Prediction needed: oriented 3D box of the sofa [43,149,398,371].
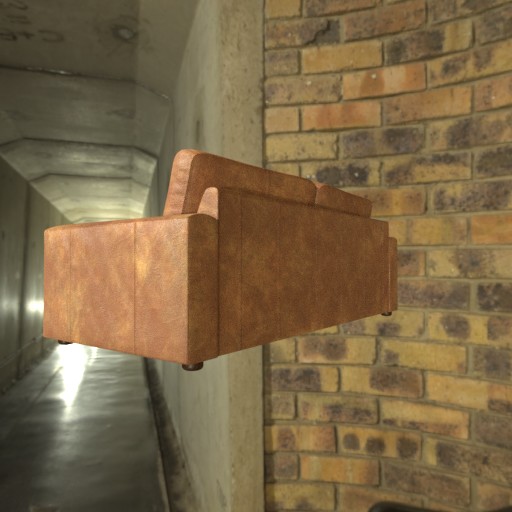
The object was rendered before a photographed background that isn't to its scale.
[{"bbox_3d":[0.000,0.000,2.718,1.016,0.873,2.179,0,-1,36],"label":"sofa"}]
